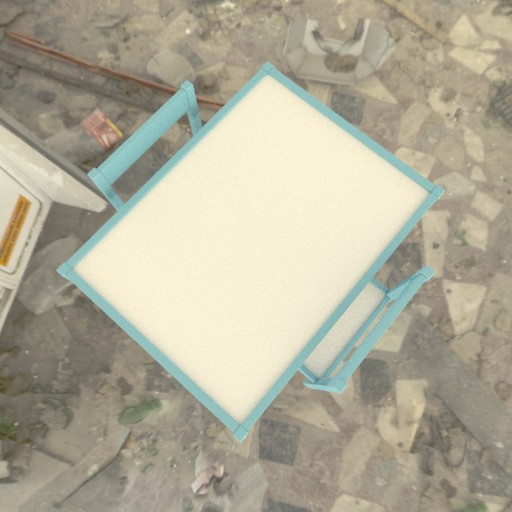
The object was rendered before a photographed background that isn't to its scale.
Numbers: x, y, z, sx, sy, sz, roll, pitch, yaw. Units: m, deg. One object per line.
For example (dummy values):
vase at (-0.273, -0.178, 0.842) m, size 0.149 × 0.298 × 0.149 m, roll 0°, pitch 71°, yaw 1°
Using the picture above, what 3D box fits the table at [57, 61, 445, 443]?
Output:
table at (0.000, 0.000, 1.084) m, size 0.633 × 0.503 × 0.639 m, roll 40°, pitch 78°, yaw 10°
